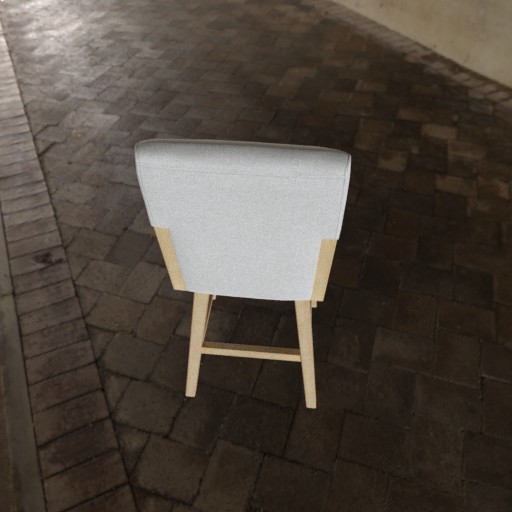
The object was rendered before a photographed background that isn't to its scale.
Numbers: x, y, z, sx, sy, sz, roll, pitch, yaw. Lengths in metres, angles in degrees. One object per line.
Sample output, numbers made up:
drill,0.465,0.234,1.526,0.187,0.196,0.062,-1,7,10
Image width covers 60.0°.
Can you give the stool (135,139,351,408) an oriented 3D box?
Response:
stool,0.000,0.000,1.292,0.446,1.015,0.543,4,45,4
